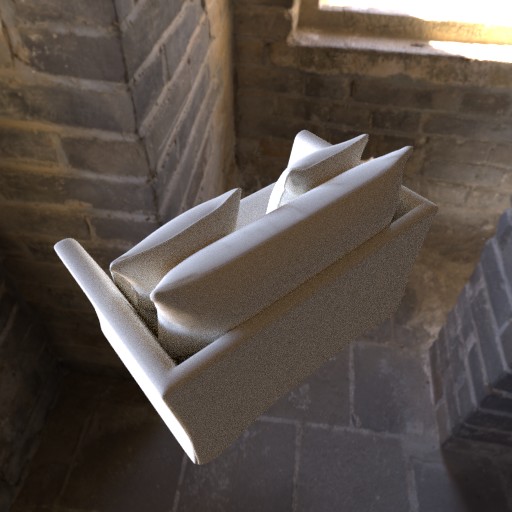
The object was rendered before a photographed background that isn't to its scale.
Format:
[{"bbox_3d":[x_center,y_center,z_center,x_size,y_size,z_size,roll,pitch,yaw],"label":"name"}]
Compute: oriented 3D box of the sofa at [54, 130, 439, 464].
[{"bbox_3d":[0.000,0.000,2.268,1.608,1.039,1.026,-31,53,-26],"label":"sofa"}]
